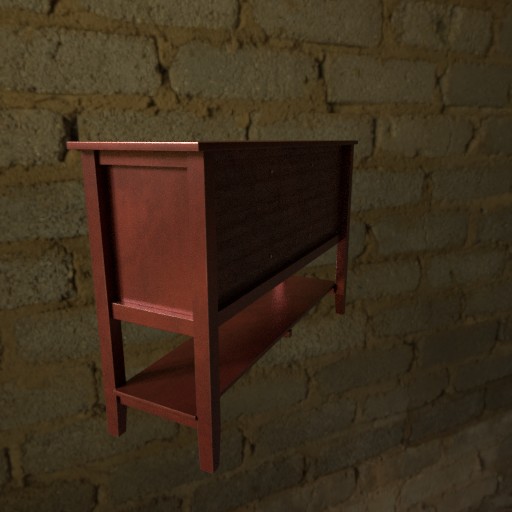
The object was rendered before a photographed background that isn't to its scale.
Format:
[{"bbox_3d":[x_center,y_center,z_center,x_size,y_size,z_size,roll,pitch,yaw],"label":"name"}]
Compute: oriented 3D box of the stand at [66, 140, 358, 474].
[{"bbox_3d":[0.000,0.000,1.733,0.410,0.872,1.362,7,16,26],"label":"stand"}]
